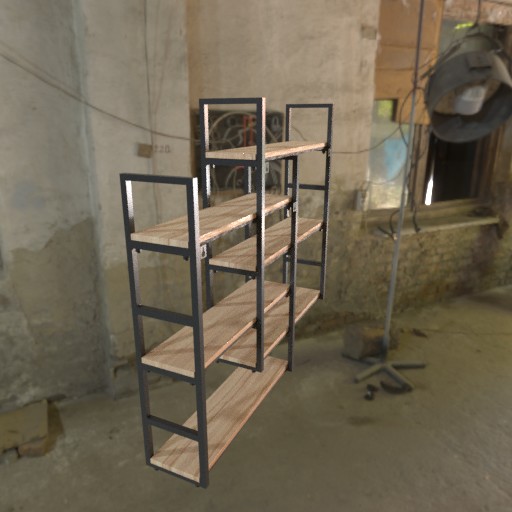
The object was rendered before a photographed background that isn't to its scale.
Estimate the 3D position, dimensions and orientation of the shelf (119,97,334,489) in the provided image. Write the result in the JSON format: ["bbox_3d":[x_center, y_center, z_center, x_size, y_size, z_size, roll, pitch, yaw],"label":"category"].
[{"bbox_3d":[0.000,0.000,1.386,0.183,0.921,0.946,8,19,24],"label":"shelf"}]
